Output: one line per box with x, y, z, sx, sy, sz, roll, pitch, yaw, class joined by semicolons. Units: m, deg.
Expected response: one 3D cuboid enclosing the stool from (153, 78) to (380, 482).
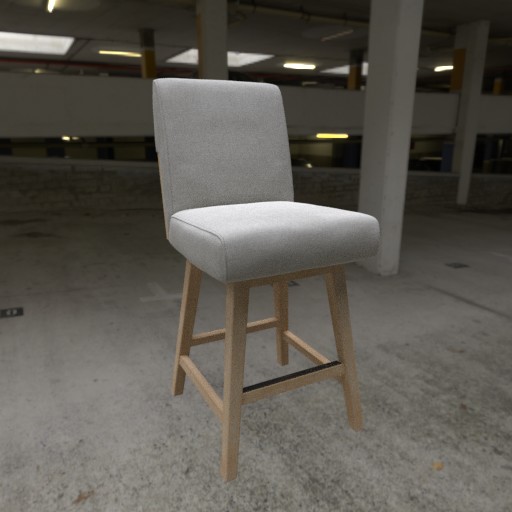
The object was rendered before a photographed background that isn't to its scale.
0.000;0.000;1.405;0.507;1.085;0.606;-8;18;-27;stool
